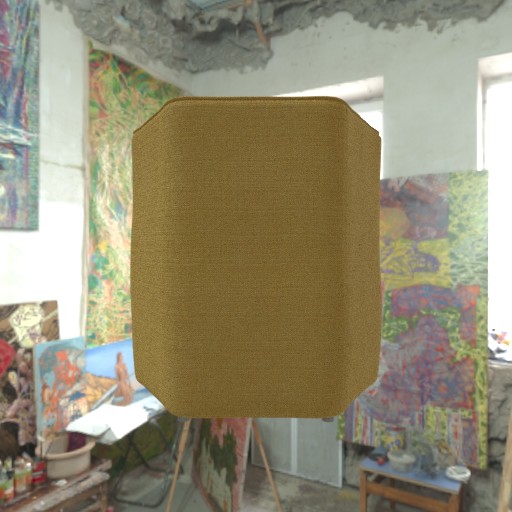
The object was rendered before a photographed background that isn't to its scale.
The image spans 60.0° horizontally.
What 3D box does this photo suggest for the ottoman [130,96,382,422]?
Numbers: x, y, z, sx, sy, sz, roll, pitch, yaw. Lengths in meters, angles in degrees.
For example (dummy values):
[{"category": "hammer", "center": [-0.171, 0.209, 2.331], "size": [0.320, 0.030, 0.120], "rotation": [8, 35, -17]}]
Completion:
[{"category": "ottoman", "center": [0.000, 0.000, 0.875], "size": [0.494, 0.502, 0.443], "rotation": [0, 1, 0]}]
